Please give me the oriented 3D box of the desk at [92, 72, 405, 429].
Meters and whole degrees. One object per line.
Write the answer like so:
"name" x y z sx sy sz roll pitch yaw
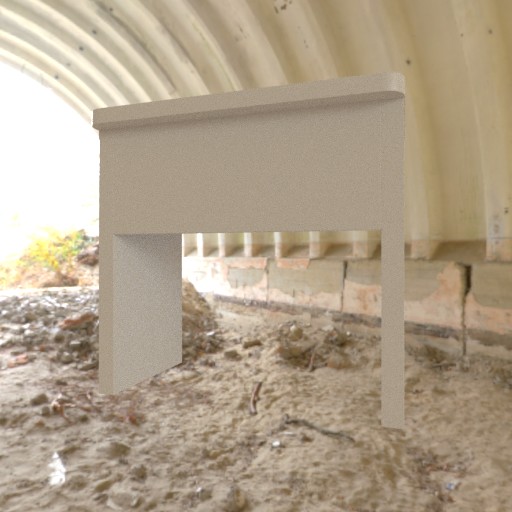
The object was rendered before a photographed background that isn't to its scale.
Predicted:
"desk" 0.000 0.000 1.240 0.790 0.760 0.446 0 0 18
